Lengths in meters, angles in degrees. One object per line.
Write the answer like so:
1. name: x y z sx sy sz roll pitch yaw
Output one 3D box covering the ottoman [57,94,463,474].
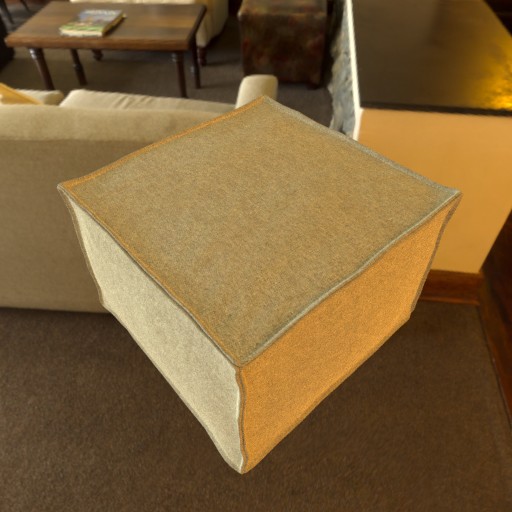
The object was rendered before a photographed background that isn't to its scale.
1. ottoman: 0.000 0.000 1.162 0.707 0.470 0.696 -33 54 -28
